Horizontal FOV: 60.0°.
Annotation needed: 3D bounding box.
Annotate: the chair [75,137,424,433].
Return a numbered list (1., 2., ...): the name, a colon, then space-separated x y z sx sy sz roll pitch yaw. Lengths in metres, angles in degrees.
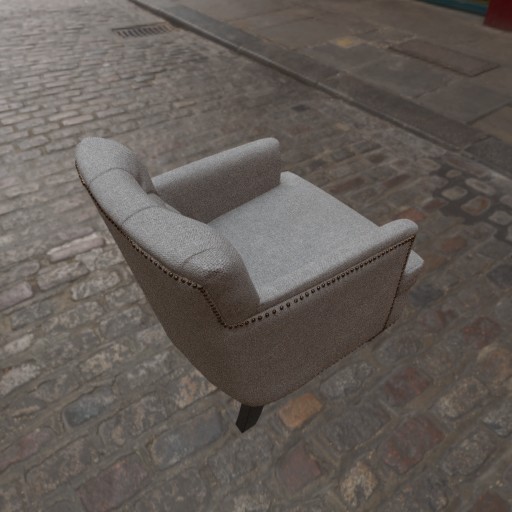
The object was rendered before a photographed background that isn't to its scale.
1. chair: 0.000 0.000 1.497 0.902 0.823 0.737 -26 47 -26
